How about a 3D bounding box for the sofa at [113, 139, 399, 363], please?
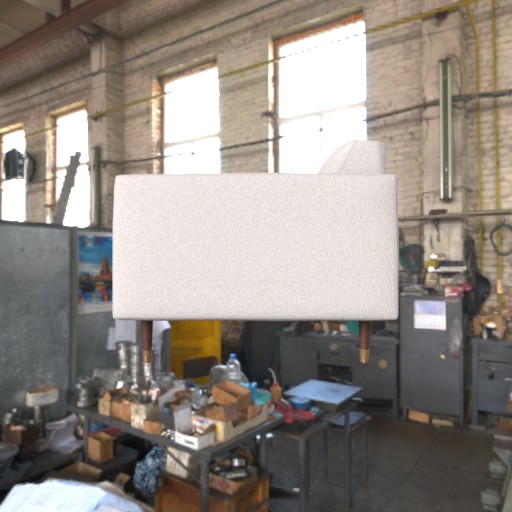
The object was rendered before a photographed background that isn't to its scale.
[{"bbox_3d":[0.000,0.000,2.384,0.969,0.814,1.895,0,-1,0],"label":"sofa"}]
